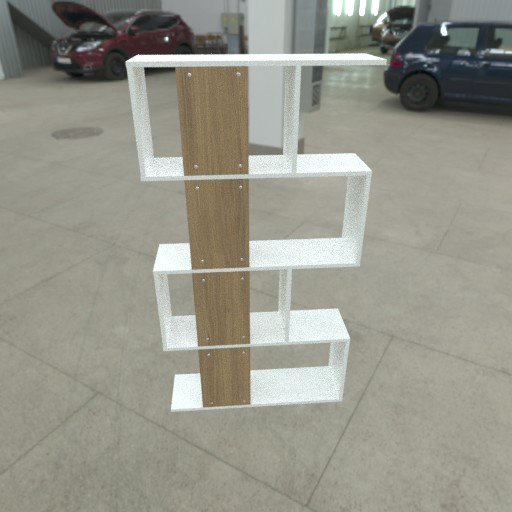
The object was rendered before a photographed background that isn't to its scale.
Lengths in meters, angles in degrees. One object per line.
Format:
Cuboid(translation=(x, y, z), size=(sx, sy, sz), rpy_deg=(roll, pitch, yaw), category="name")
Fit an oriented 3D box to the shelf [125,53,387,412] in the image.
Cuboid(translation=(0.000, 0.000, 2.010), size=(0.890, 1.650, 0.250), rpy_deg=(-2, 29, -4), category="shelf")
